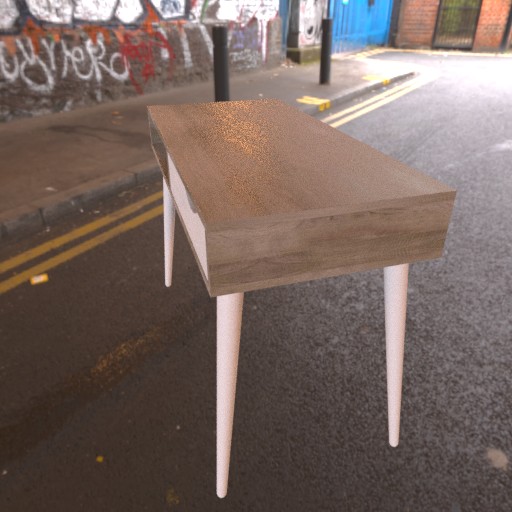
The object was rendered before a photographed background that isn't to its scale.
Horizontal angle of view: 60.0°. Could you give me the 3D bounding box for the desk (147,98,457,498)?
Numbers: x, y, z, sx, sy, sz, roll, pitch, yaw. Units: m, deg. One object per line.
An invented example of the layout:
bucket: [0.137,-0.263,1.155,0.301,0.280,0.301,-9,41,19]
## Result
desk: [0.000,0.000,1.339,0.491,0.723,0.979,-9,31,-15]
